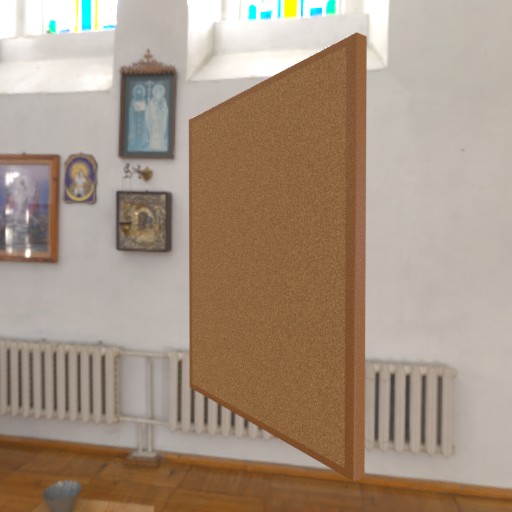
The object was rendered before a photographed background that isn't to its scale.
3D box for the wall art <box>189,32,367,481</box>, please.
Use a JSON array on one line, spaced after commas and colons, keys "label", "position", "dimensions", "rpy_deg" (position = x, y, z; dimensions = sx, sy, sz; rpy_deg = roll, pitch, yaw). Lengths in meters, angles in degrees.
[{"label": "wall art", "position": [0.000, 0.000, 0.735], "dimensions": [0.022, 0.553, 0.452], "rpy_deg": [-1, 1, -35]}]
